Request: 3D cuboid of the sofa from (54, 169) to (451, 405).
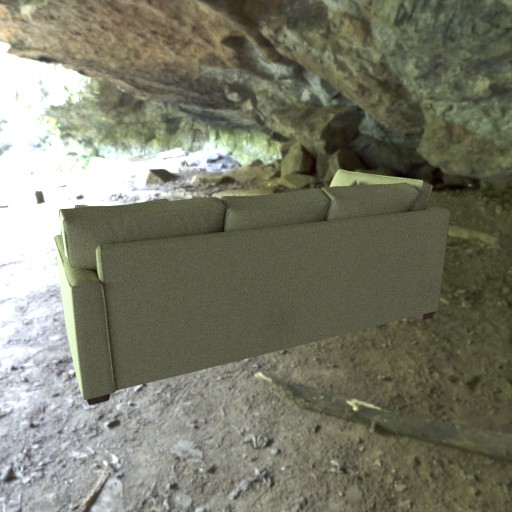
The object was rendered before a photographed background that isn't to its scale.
[{"bbox_3d":[0.000,0.000,2.870,2.323,0.948,1.053,-8,18,-26],"label":"sofa"}]
